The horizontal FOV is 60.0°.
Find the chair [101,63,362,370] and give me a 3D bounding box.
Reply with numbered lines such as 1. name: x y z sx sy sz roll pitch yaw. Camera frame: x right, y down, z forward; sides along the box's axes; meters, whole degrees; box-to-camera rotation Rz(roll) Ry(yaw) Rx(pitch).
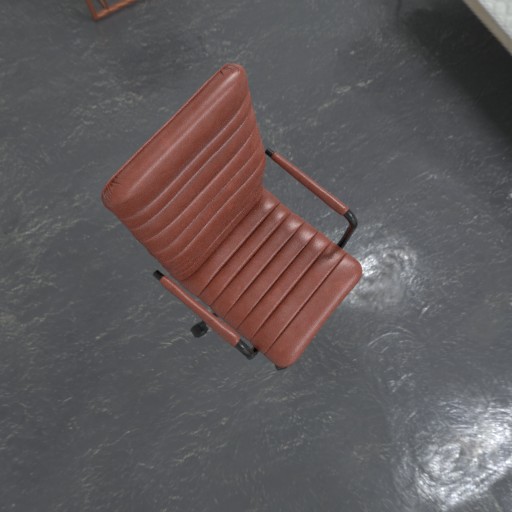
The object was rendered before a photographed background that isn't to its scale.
1. chair: 0.000 0.000 1.314 0.580 0.979 0.608 39 78 10
